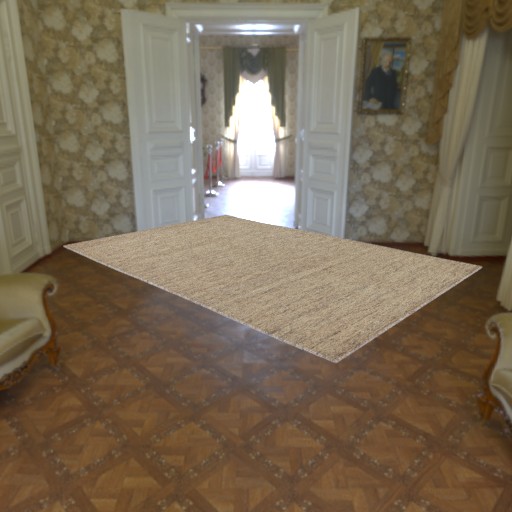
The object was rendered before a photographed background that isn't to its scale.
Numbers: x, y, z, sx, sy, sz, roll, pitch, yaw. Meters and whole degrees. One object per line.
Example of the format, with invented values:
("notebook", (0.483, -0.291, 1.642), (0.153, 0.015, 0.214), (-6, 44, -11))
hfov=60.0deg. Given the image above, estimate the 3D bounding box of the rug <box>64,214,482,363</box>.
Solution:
("rug", (0.000, 0.000, 2.883), (2.283, 0.013, 1.547), (15, 22, 42))
